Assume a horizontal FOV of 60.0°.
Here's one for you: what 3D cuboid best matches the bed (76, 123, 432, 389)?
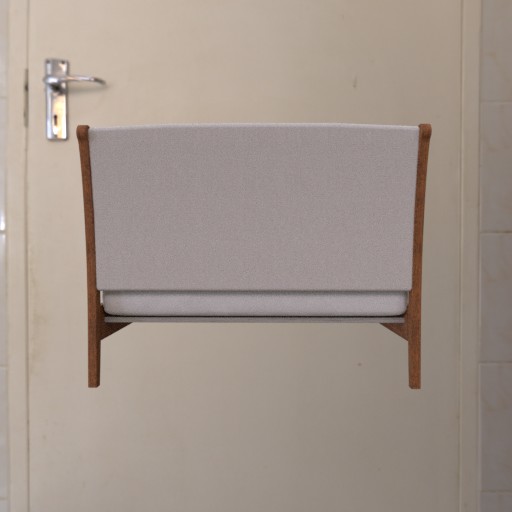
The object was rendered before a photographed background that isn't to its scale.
[{"bbox_3d":[0.000,0.000,2.871,1.502,1.135,2.108,0,1,1],"label":"bed"}]
